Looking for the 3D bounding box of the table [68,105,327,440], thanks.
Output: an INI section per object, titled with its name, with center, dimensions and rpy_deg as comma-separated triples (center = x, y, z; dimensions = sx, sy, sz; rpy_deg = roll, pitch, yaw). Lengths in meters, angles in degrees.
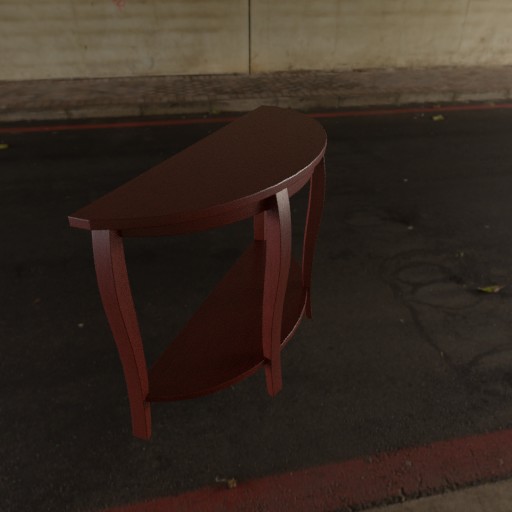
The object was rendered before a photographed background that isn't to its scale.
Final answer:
[table]
center = 0.000, 0.000, 1.578
dimensions = 0.405, 0.779, 1.219
rpy_deg = 11, 32, 18
